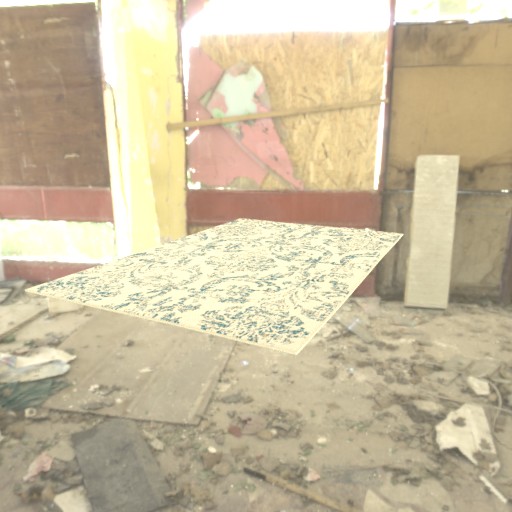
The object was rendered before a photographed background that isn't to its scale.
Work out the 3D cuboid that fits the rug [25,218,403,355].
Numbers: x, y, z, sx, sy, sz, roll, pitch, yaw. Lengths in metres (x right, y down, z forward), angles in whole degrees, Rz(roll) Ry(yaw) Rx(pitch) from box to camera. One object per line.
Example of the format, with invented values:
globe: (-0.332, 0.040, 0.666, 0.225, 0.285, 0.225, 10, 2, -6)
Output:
rug: (0.000, 0.000, 2.351, 1.213, 0.012, 1.831, 8, 17, 26)
